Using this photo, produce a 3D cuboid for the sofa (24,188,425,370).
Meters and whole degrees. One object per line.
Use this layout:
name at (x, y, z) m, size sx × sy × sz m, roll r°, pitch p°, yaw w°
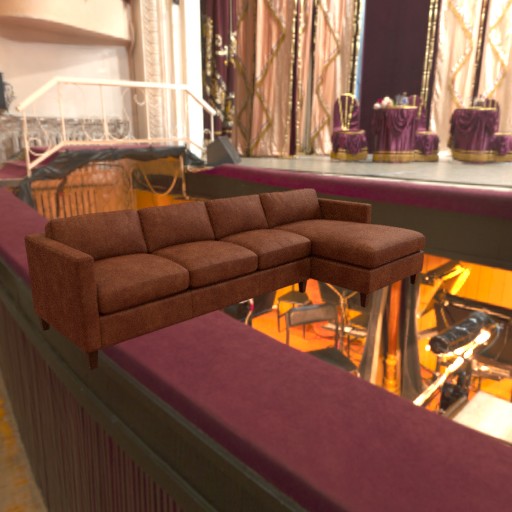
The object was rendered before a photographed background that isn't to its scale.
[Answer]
sofa at (0.000, 0.000, 3.839) m, size 3.203 × 0.883 × 1.581 m, roll -14°, pitch 20°, yaw -42°
